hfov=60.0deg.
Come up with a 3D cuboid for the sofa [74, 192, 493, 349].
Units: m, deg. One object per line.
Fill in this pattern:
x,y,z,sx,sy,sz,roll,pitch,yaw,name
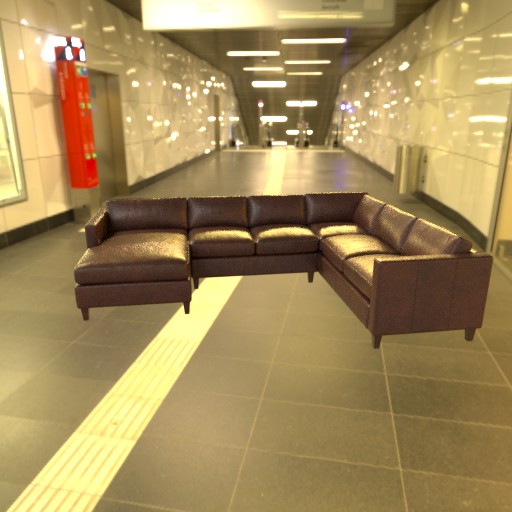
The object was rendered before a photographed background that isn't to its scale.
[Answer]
0.000,0.000,4.389,3.324,0.891,2.452,-3,18,-8,sofa
